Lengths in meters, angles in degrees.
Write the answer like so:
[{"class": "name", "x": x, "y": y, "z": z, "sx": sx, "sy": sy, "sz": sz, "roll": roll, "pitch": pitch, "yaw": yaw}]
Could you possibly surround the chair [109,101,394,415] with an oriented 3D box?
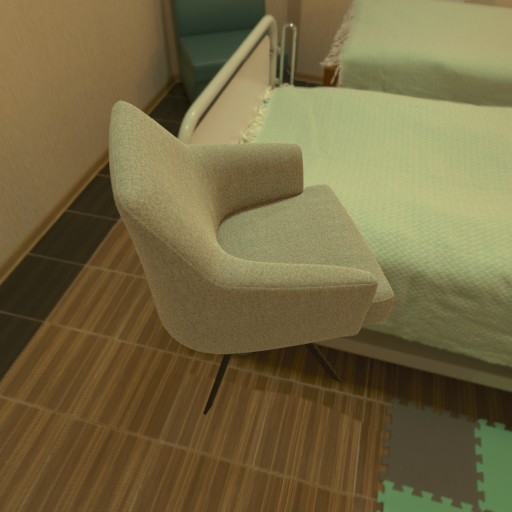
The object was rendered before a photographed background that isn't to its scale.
[{"class": "chair", "x": 0.000, "y": 0.000, "z": 1.333, "sx": 0.677, "sy": 0.874, "sz": 0.642, "roll": -10, "pitch": 47, "yaw": -10}]
